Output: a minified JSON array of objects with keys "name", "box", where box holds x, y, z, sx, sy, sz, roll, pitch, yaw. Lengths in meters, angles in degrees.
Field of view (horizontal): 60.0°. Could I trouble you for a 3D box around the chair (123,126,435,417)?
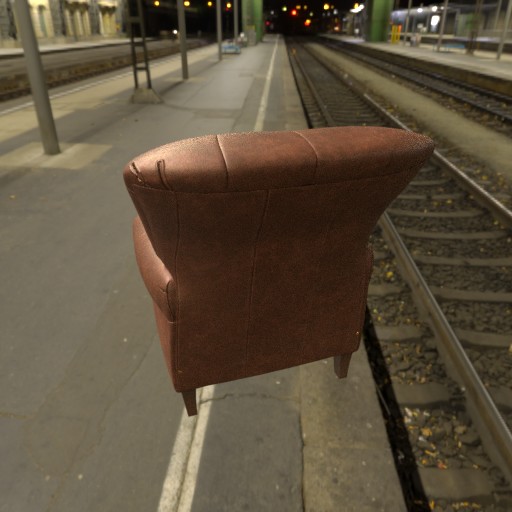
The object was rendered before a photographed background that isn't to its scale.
[{"name":"chair","box":[0.000,0.000,1.839,0.979,1.162,1.031,-9,29,-16]}]
